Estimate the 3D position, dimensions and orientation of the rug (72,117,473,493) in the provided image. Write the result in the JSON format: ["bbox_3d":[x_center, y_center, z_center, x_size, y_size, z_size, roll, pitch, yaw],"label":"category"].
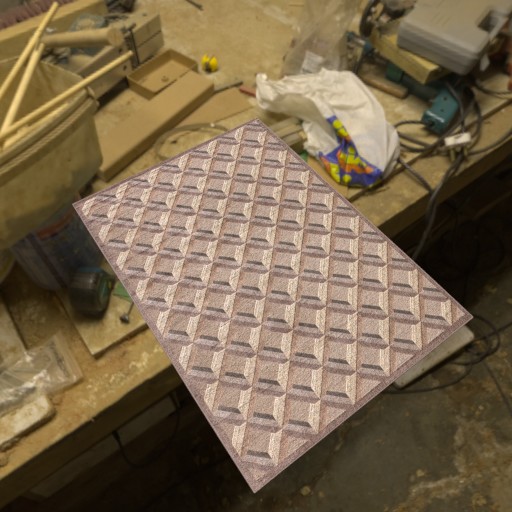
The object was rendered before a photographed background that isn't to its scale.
[{"bbox_3d":[0.000,0.000,4.273,2.382,0.018,3.294,-31,62,-19],"label":"rug"}]
